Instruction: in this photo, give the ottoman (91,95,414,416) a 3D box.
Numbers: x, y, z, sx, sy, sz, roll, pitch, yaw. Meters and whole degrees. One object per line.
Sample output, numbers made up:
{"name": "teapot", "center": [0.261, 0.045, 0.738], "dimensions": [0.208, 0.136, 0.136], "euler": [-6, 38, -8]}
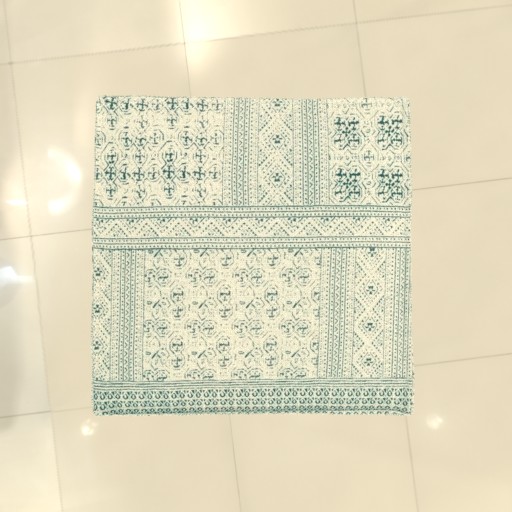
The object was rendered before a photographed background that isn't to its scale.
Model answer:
{"name": "ottoman", "center": [0.000, 0.000, 1.025], "dimensions": [0.626, 0.439, 0.617], "euler": [0, 89, -1]}
